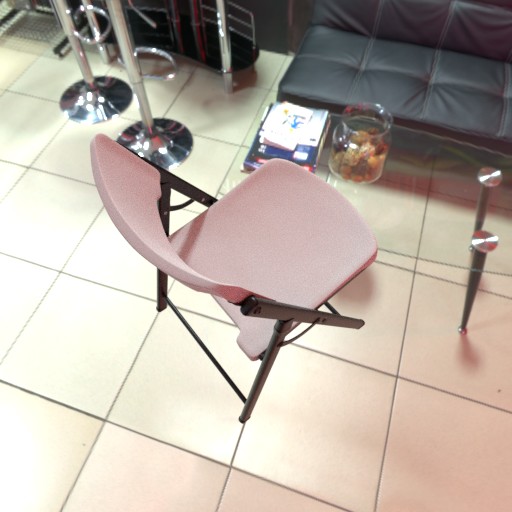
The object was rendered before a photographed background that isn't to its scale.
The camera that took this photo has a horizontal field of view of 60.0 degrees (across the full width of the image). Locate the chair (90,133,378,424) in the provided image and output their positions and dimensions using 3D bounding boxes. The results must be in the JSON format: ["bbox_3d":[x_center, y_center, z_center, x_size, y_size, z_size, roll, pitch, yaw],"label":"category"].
[{"bbox_3d":[0.000,0.000,1.133,0.577,0.765,0.482,-34,63,-20],"label":"chair"}]
